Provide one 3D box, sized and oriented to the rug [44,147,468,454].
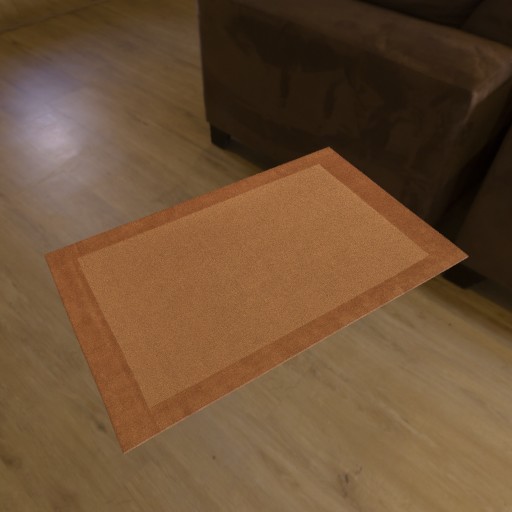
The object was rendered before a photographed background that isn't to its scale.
[{"bbox_3d":[0.000,0.000,2.995,2.438,0.014,1.524,-25,52,-21],"label":"rug"}]
